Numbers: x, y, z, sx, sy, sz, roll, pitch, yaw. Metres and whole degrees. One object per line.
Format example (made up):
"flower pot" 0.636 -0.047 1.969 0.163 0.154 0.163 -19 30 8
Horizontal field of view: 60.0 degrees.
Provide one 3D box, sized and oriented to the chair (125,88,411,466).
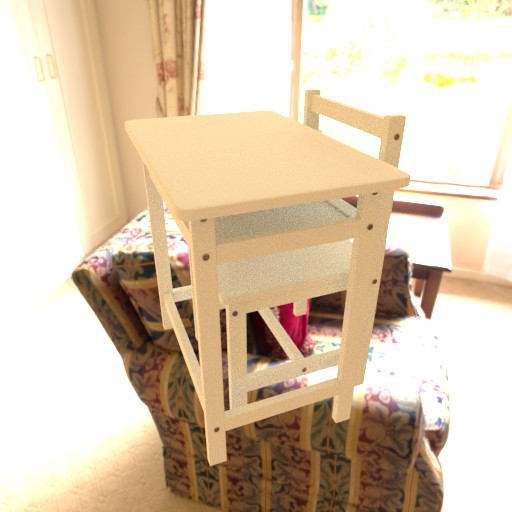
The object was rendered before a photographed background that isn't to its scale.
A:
"chair" 0.000 0.000 1.042 0.461 0.673 0.599 -11 31 -19
